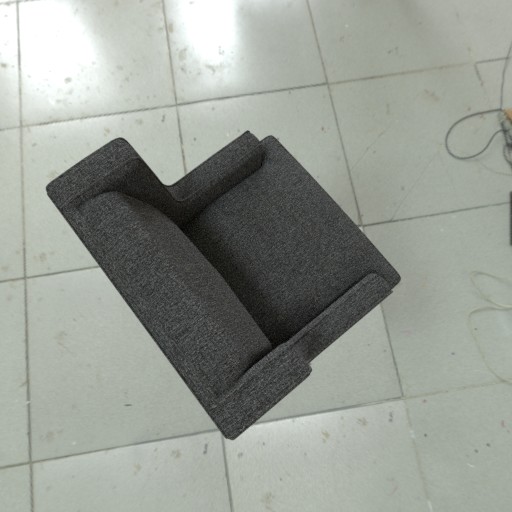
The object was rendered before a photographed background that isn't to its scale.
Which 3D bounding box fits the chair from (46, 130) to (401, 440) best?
[{"bbox_3d":[0.000,0.000,1.837,0.927,1.082,0.942,-38,78,-9],"label":"chair"}]
